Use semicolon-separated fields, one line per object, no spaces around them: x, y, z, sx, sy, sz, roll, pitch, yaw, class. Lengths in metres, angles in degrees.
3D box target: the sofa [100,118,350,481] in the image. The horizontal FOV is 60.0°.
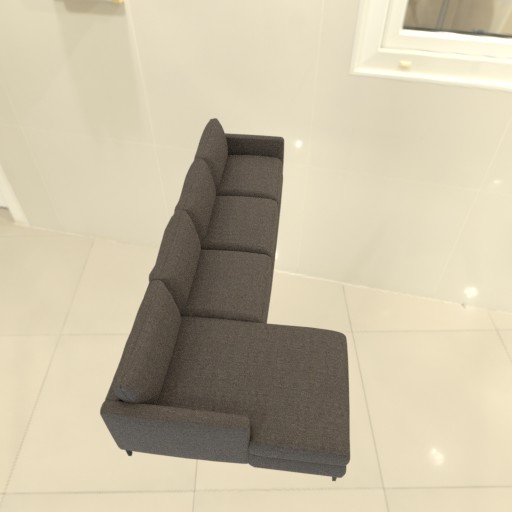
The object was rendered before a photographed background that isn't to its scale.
0.000;0.000;3.168;1.258;0.754;2.731;4;45;4;sofa
